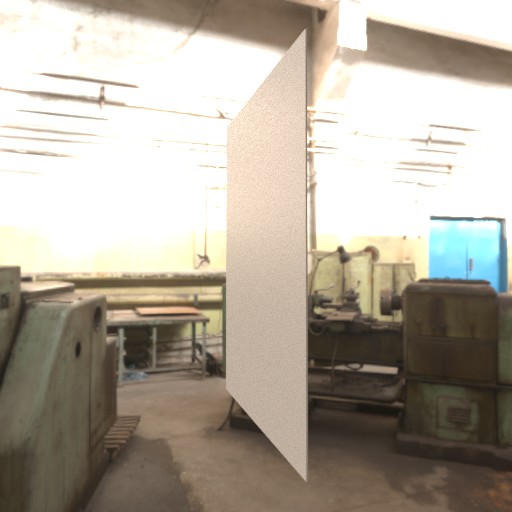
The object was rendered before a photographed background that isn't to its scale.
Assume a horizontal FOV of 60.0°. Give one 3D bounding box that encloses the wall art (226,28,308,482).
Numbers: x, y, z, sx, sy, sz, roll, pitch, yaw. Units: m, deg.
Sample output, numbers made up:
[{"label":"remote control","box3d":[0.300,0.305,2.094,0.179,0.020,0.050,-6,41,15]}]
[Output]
[{"label":"wall art","box3d":[0.000,0.000,0.814,0.003,0.610,0.457,0,-1,-17]}]
